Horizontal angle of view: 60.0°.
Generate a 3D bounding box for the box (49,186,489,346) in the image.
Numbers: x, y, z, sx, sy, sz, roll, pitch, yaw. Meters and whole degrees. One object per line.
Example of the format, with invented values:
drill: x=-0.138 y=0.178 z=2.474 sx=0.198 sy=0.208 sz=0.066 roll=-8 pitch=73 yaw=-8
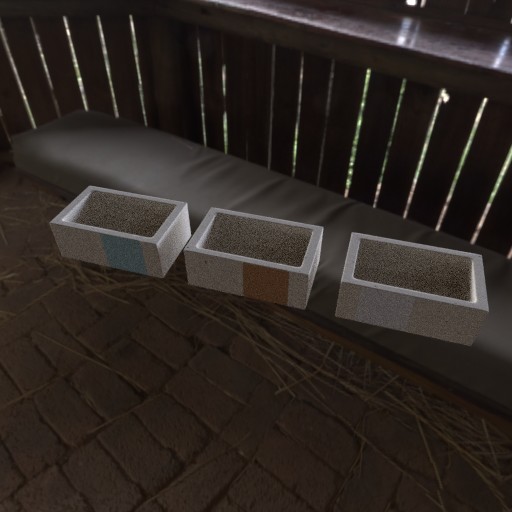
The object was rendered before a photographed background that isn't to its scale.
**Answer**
box: x=0.000 y=0.000 z=0.494 sx=0.461 sy=0.051 sz=0.082 roll=11 pitch=42 yaw=13
